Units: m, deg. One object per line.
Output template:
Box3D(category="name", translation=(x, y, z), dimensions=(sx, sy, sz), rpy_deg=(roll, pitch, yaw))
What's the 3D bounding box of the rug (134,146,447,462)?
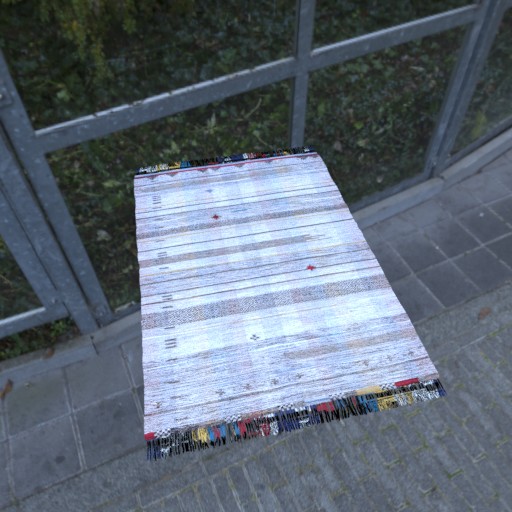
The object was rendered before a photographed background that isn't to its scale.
Box3D(category="rug", translation=(0.000, 0.000, 2.305), dimensions=(1.217, 0.012, 1.848), rpy_deg=(-9, 48, -8))
